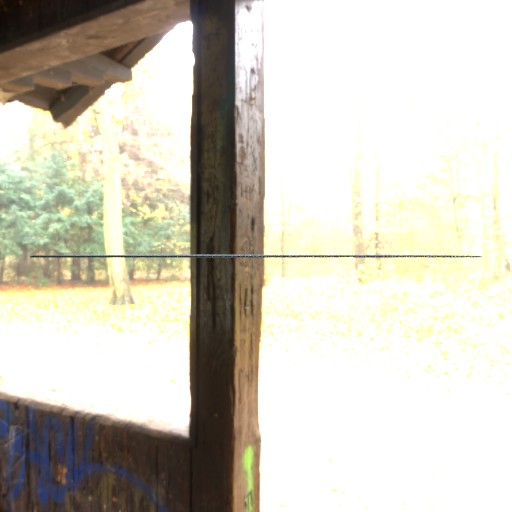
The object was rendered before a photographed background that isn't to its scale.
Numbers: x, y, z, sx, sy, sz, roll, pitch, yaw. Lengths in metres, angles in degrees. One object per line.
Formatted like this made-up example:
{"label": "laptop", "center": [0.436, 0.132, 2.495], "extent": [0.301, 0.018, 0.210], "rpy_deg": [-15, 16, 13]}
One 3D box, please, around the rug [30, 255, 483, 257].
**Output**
{"label": "rug", "center": [0.000, 0.000, 2.475], "extent": [2.196, 0.011, 0.662], "rpy_deg": [0, 0, 0]}
